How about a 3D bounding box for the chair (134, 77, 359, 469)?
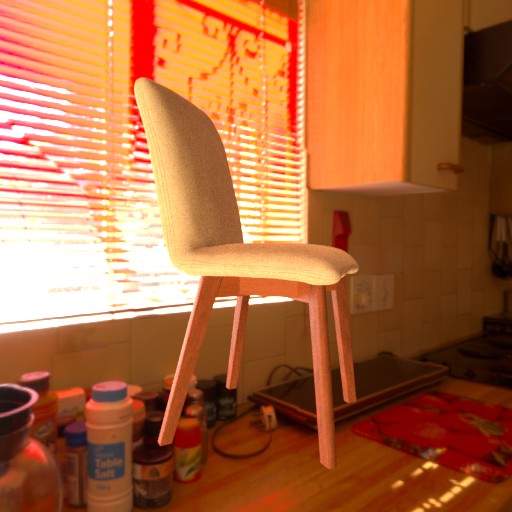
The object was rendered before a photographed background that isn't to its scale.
[{"bbox_3d":[0.000,0.000,1.323,0.563,0.974,0.522,0,1,18],"label":"chair"}]
